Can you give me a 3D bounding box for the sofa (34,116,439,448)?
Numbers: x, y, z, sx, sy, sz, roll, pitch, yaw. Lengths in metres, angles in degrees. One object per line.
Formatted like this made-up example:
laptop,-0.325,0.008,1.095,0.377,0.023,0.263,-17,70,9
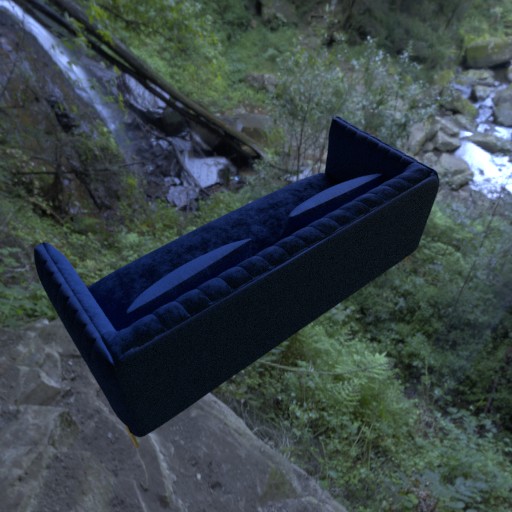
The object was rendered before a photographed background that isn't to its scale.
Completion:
sofa,0.000,0.000,2.585,2.136,0.793,0.896,-29,52,-25
